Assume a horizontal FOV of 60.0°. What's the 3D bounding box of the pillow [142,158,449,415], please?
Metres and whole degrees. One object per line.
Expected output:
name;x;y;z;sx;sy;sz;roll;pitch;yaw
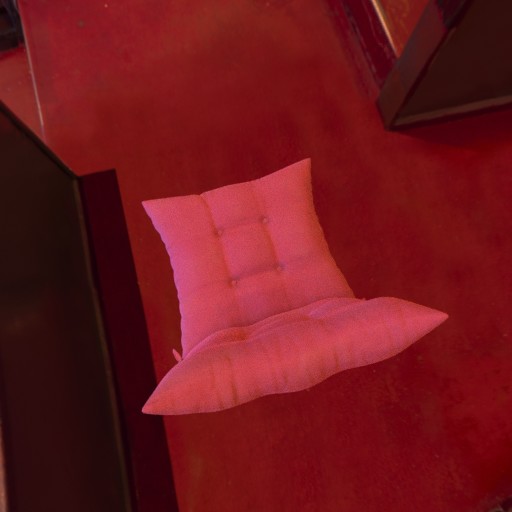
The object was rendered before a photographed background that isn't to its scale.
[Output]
pillow;0.000;0.000;1.000;0.541;0.536;0.585;-16;77;-4
